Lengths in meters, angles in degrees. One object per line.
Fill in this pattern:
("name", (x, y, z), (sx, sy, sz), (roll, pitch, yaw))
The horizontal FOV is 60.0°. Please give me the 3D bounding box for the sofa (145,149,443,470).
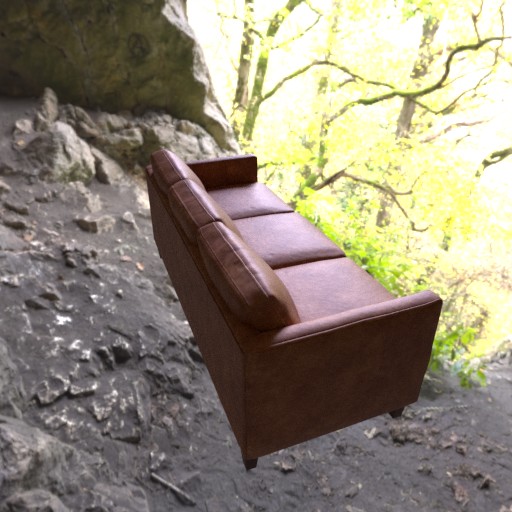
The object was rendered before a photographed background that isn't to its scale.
("sofa", (0.000, 0.000, 3.014), (1.045, 1.006, 2.464), (-11, 31, -18))
